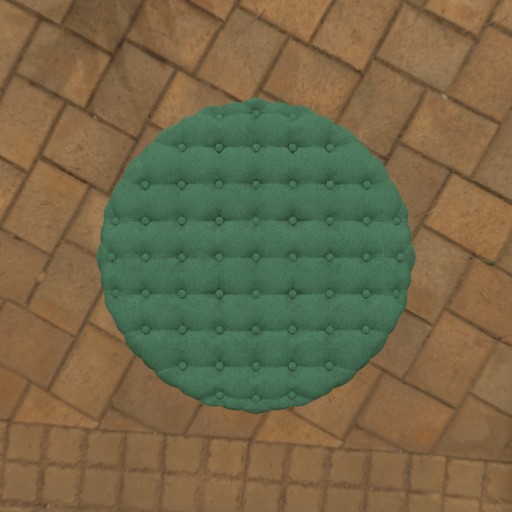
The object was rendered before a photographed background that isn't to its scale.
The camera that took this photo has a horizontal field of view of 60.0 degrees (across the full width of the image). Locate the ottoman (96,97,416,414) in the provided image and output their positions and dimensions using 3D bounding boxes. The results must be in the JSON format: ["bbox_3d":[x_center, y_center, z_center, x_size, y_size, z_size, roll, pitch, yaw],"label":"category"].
[{"bbox_3d":[0.000,0.000,1.542,0.998,0.399,0.998,0,91,0],"label":"ottoman"}]
